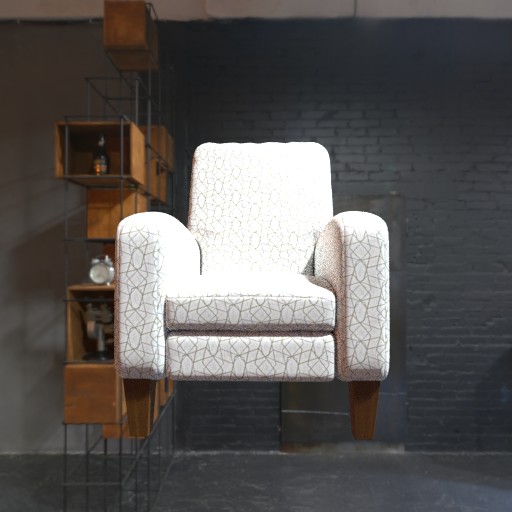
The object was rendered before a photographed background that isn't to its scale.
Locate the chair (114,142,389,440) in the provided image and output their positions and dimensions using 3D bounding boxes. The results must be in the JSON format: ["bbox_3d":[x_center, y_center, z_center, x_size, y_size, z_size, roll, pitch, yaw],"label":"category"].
[{"bbox_3d":[0.000,0.000,1.748,0.796,1.064,0.995,0,0,2],"label":"chair"}]
